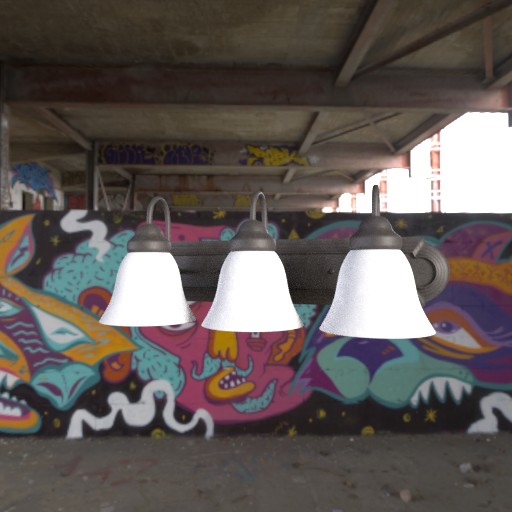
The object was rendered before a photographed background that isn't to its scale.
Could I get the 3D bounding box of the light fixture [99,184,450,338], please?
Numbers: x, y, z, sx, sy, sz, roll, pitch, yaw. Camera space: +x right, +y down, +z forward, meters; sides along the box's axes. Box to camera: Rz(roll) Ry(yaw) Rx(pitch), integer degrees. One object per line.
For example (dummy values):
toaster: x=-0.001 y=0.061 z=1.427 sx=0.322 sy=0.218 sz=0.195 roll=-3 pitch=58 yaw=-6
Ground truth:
light fixture: x=0.000 y=0.000 z=0.736 sx=0.610 sy=0.222 sz=0.199 roll=0 pitch=-2 yaw=18
